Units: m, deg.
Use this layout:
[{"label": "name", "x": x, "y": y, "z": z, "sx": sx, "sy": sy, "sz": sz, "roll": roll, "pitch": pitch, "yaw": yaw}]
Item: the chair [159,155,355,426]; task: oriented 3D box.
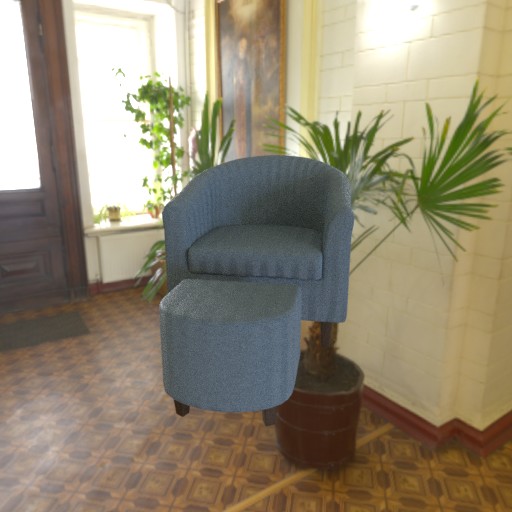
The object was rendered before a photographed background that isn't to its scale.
[{"label": "chair", "x": 0.000, "y": 0.000, "z": 1.785, "sx": 0.756, "sy": 0.757, "sz": 1.288, "roll": 3, "pitch": 15, "yaw": 10}]
